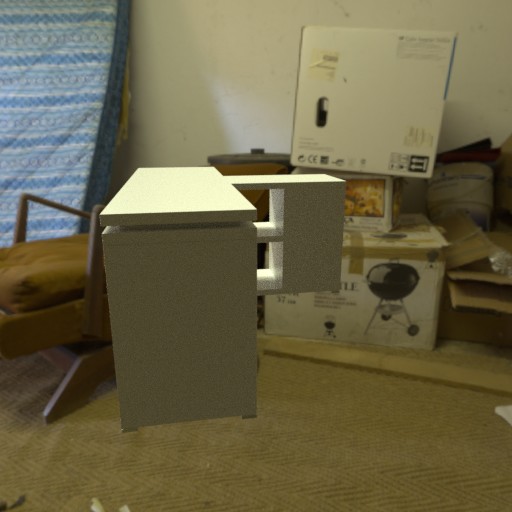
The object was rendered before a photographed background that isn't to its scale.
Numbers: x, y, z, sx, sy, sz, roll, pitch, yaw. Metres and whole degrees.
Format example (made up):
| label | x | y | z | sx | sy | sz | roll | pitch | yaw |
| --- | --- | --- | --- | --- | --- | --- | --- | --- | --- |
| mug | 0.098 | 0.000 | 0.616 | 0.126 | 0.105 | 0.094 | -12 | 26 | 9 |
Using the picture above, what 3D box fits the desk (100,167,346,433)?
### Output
| label | x | y | z | sx | sy | sz | roll | pitch | yaw |
| --- | --- | --- | --- | --- | --- | --- | --- | --- | --- |
| desk | 0.000 | 0.000 | 2.217 | 1.200 | 0.753 | 1.524 | -3 | 17 | -10 |
